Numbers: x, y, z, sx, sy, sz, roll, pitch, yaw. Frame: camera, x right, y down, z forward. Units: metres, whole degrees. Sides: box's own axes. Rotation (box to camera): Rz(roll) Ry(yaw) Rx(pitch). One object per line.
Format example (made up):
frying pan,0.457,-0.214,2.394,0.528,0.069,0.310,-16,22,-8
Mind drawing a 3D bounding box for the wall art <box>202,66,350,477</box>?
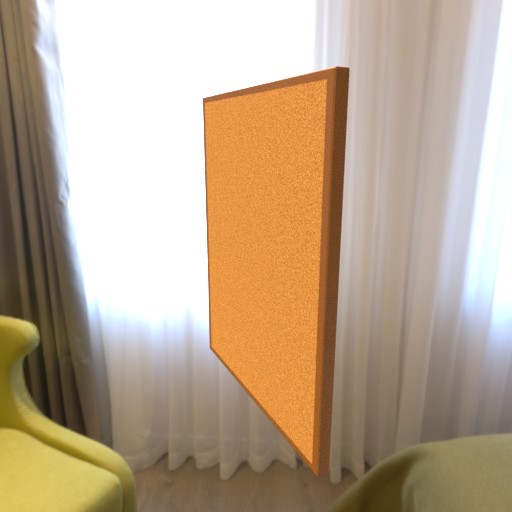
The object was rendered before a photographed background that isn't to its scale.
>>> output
wall art,0.000,0.000,0.527,0.015,0.379,0.310,-7,17,-25
